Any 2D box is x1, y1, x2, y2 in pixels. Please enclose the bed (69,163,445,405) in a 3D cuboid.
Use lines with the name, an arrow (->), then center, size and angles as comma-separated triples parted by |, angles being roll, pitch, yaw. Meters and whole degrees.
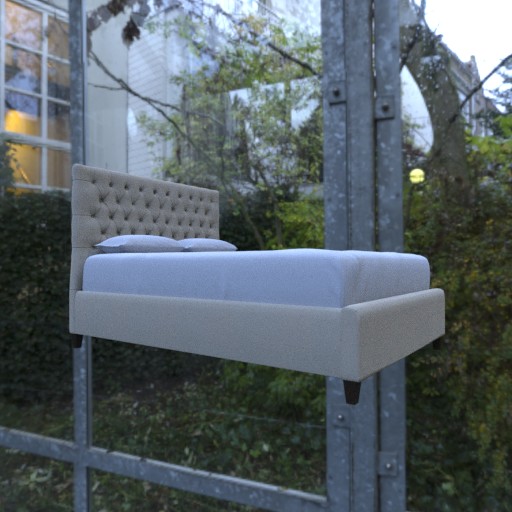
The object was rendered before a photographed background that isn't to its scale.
bed -> 0.000, 0.000, 3.428 | 2.387, 1.427, 1.698 | 0, -1, 36
